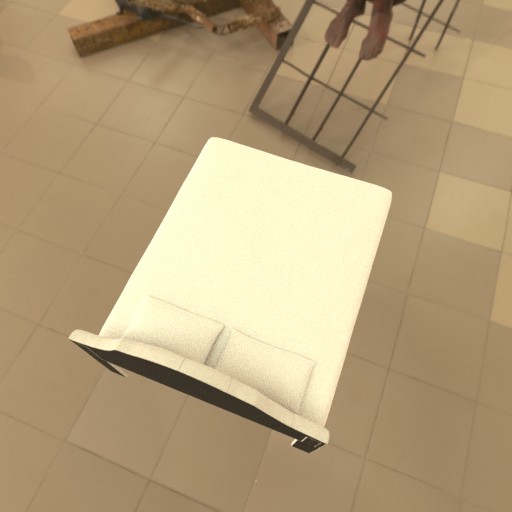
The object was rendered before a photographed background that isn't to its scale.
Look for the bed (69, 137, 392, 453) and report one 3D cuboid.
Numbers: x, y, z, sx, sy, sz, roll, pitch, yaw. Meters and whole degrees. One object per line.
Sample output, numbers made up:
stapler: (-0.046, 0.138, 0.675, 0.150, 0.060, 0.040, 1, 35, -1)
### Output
bed: (0.000, 0.000, 3.796, 2.039, 1.617, 2.477, 19, 65, 9)
